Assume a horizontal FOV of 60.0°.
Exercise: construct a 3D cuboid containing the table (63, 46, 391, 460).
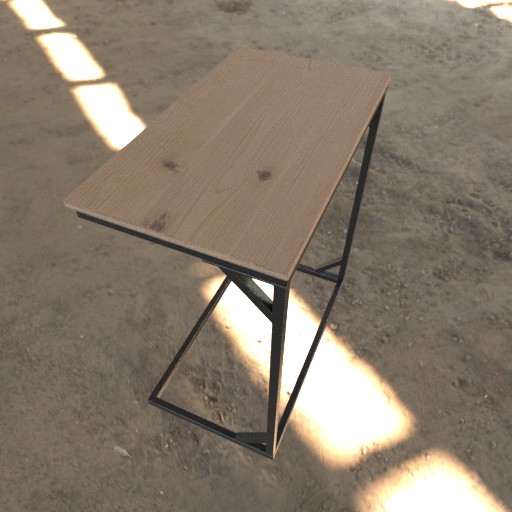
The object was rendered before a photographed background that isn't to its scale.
[{"bbox_3d":[0.000,0.000,1.028,0.351,0.673,0.597,18,50,16],"label":"table"}]
